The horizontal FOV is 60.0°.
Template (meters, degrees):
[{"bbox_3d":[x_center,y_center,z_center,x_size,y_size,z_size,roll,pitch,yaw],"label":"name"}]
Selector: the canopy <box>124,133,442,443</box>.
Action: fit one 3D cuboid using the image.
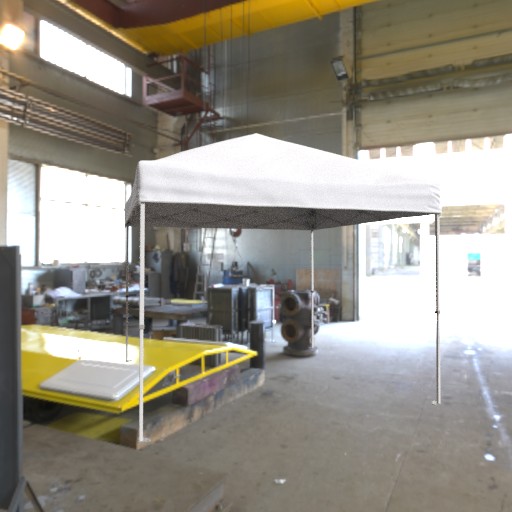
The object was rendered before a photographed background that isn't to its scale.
[{"bbox_3d":[0.000,0.000,5.416,2.996,2.997,2.998,0,0,-18],"label":"canopy"}]
